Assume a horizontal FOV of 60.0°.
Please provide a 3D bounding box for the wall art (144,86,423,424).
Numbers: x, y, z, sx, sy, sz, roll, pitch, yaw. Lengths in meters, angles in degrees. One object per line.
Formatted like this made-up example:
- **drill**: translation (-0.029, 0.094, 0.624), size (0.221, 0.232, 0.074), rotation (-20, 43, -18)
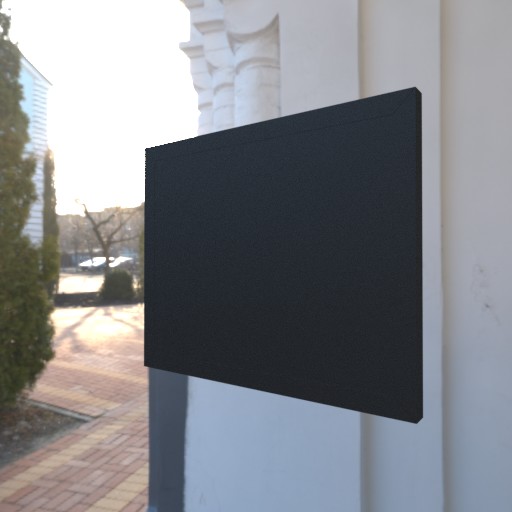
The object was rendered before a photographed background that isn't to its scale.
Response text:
- **wall art**: translation (0.000, 0.000, 0.775), size (0.558, 0.457, 0.029), rotation (0, -1, 36)
